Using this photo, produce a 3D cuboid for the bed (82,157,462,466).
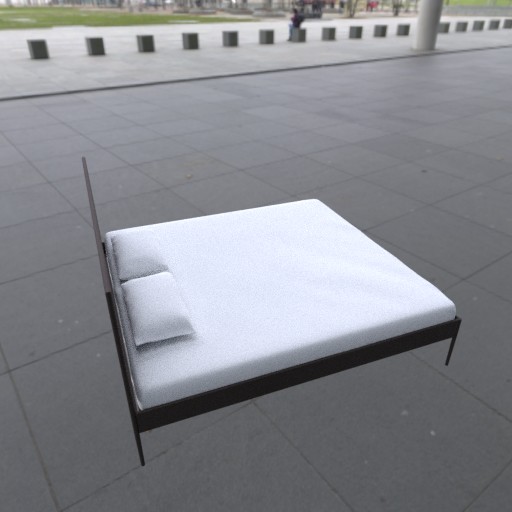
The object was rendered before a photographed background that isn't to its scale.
[{"bbox_3d":[0.000,0.000,3.301,2.151,1.173,1.993,-11,32,-18],"label":"bed"}]
